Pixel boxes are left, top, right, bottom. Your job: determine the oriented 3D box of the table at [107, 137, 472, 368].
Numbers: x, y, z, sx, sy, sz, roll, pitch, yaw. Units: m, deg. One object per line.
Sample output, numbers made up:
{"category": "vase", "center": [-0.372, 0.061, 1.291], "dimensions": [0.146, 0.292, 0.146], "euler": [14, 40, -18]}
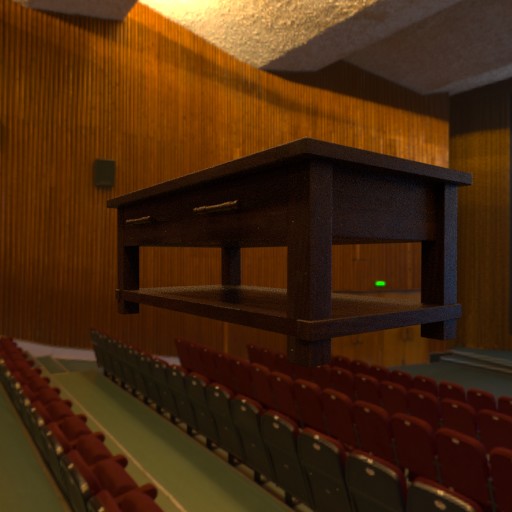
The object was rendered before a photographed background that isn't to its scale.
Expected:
{"category": "table", "center": [0.000, 0.000, 1.635], "dimensions": [0.700, 0.494, 1.270], "euler": [0, 0, -37]}
